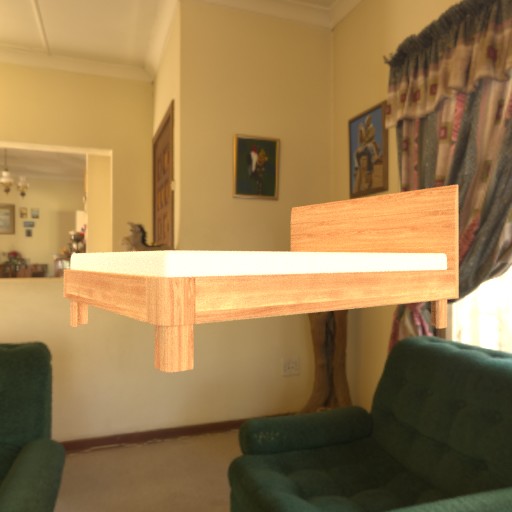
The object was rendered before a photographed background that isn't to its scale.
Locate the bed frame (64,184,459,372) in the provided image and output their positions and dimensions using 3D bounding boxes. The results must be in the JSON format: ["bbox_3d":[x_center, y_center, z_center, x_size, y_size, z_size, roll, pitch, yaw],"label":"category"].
[{"bbox_3d":[0.000,0.000,2.977,2.092,0.940,1.660,0,0,-36],"label":"bed frame"}]
